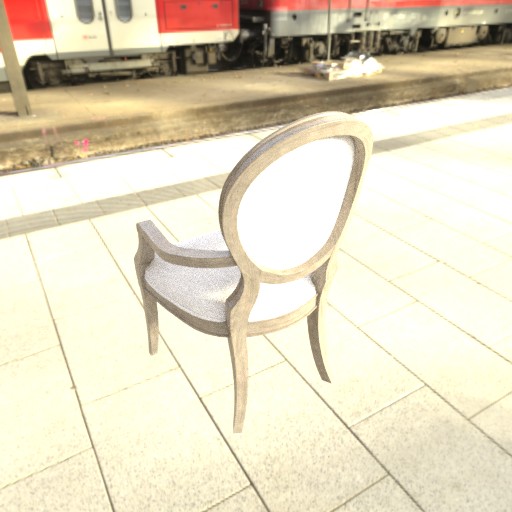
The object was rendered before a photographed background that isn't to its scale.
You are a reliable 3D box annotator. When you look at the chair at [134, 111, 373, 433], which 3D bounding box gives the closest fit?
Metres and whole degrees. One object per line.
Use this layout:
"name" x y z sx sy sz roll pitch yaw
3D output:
"chair" 0.000 0.000 1.395 0.611 0.991 0.602 -19 36 -28
